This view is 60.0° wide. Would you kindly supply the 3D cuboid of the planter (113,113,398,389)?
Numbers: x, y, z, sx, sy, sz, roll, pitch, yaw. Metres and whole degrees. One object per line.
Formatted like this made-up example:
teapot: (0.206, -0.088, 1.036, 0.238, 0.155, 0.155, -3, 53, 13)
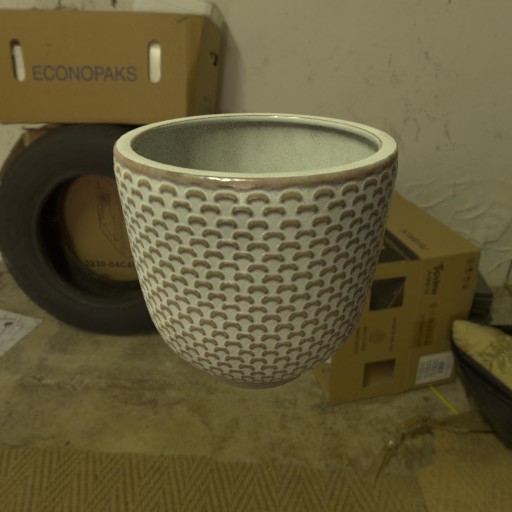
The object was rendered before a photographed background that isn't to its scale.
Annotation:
planter: (0.000, 0.000, 0.357, 0.197, 0.191, 0.197, 0, 27, 0)
